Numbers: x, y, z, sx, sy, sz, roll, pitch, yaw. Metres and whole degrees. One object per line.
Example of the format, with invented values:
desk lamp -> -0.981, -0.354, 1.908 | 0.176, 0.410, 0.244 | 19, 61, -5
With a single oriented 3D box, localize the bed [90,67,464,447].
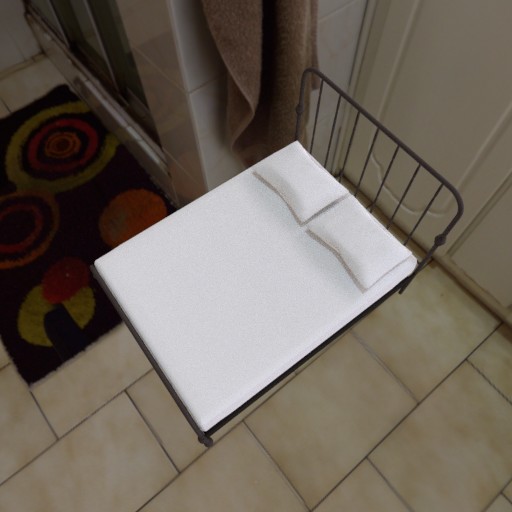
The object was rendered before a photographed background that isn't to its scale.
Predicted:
bed -> 0.000, 0.000, 3.307 | 2.134, 1.446, 1.616 | -34, 68, -16
